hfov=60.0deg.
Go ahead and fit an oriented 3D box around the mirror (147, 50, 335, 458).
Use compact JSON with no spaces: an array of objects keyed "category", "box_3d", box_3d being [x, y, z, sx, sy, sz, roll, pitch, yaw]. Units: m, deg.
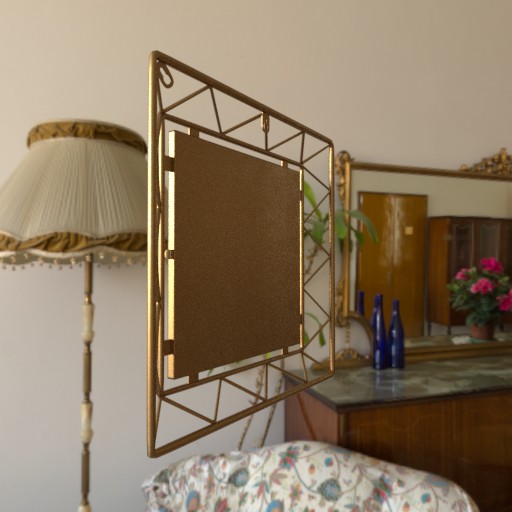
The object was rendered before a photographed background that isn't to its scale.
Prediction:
[{"category":"mirror","box_3d":[0.000,0.000,0.621,0.046,0.414,0.416,-1,-1,36]}]
